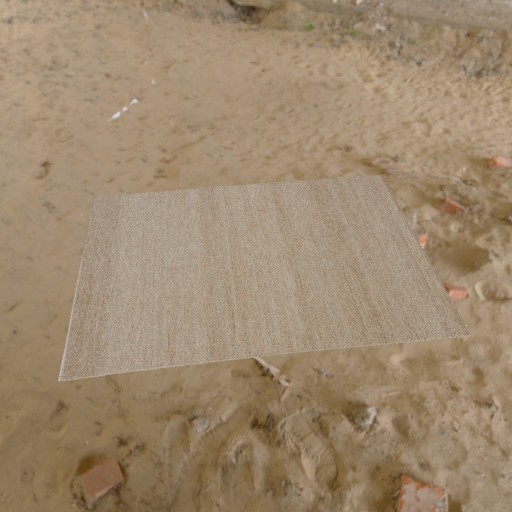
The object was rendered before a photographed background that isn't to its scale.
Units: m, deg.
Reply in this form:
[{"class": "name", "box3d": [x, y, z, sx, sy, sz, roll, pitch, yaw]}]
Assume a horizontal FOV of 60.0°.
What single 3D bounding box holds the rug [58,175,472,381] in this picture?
[{"class": "rug", "box3d": [0.000, 0.000, 3.012, 2.346, 0.029, 1.574, -5, 47, -5]}]
